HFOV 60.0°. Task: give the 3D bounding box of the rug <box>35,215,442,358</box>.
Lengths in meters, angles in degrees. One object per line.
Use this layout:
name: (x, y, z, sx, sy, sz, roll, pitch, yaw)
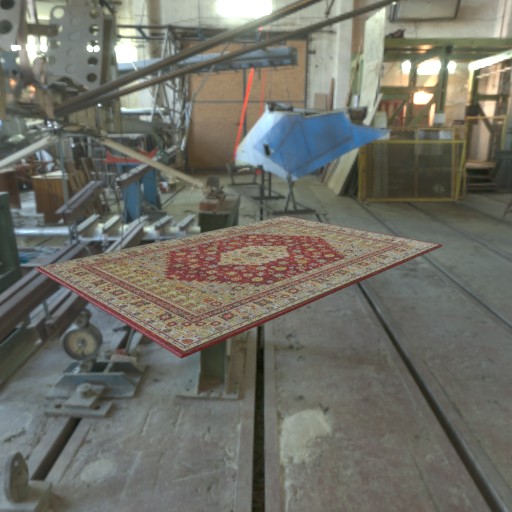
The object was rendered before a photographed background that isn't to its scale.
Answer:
rug: (0.000, 0.000, 2.323, 1.802, 0.013, 1.194, -16, 23, -42)
